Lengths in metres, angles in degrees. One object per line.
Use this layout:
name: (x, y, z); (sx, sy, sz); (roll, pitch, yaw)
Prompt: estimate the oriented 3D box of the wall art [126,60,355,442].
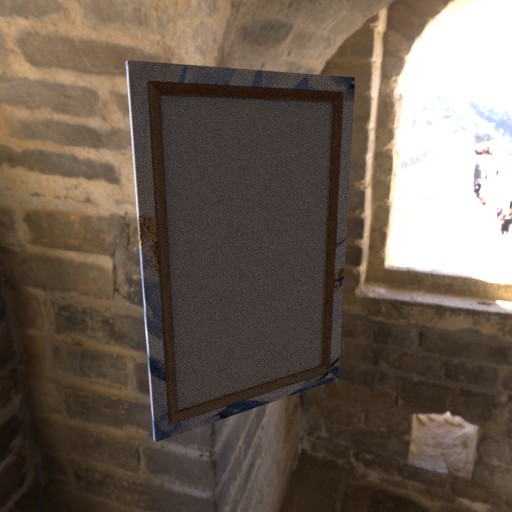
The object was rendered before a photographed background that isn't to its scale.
wall art: (0.000, 0.000, 1.172); (0.610, 0.914, 0.016); (-9, 18, -29)
